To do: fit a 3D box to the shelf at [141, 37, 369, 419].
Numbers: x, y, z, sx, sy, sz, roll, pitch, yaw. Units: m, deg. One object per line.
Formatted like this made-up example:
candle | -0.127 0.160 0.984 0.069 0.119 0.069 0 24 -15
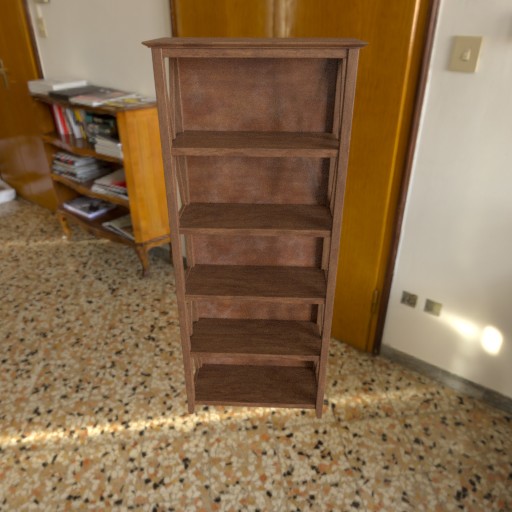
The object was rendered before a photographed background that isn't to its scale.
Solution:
shelf | 0.000 0.000 2.169 0.805 1.905 0.335 1 29 2
